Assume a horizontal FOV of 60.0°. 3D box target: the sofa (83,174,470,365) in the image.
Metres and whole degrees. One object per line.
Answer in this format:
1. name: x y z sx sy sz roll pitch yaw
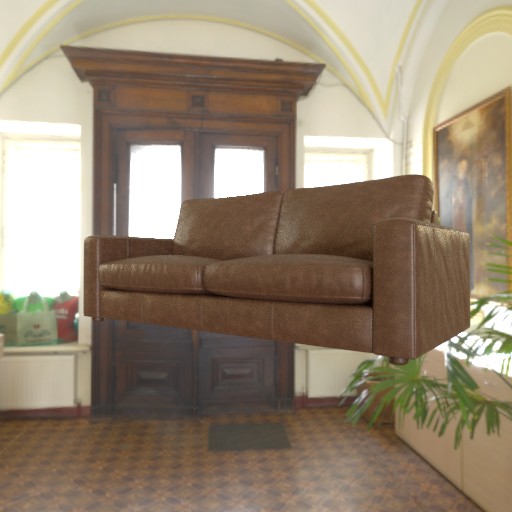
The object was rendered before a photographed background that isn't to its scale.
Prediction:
1. sofa: 0.000 0.000 2.669 2.179 0.873 1.016 0 -1 37
